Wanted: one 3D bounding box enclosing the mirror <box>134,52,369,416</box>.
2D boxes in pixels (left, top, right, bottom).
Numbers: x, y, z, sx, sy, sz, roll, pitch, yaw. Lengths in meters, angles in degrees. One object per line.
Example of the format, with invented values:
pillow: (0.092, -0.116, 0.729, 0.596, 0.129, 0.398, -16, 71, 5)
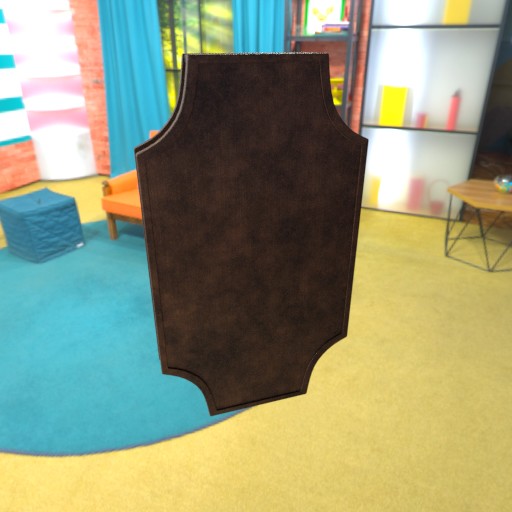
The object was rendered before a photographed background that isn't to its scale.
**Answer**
mirror: (0.000, 0.000, 0.975, 0.462, 0.811, 0.066, -8, 27, -16)
